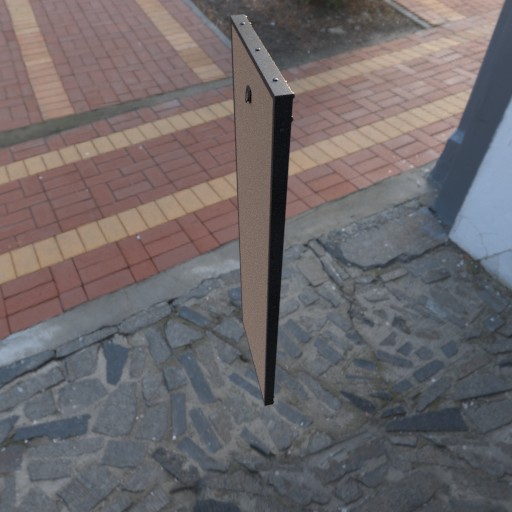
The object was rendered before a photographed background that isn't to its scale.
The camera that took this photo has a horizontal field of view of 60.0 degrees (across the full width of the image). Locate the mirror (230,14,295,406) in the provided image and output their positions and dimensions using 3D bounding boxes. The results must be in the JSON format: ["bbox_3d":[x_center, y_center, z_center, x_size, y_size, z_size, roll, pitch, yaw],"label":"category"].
[{"bbox_3d":[0.000,0.000,1.179,0.042,1.080,0.354,-10,48,-9],"label":"mirror"}]
